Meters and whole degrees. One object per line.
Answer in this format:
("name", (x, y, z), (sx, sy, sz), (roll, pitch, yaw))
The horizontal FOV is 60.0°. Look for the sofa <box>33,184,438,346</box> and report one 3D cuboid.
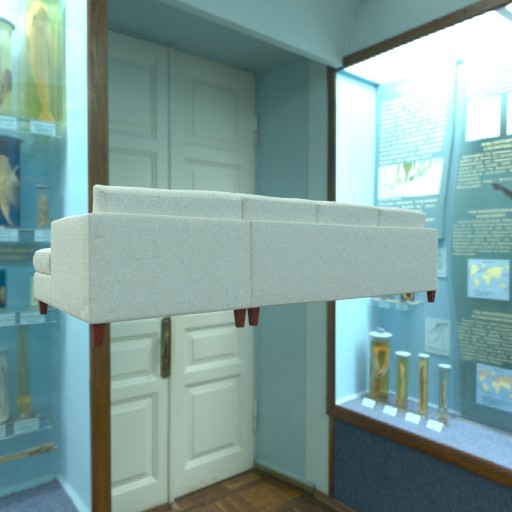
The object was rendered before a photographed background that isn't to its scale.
("sofa", (0.000, 0.000, 4.082), (3.471, 0.954, 1.606), (-1, 1, -37))
